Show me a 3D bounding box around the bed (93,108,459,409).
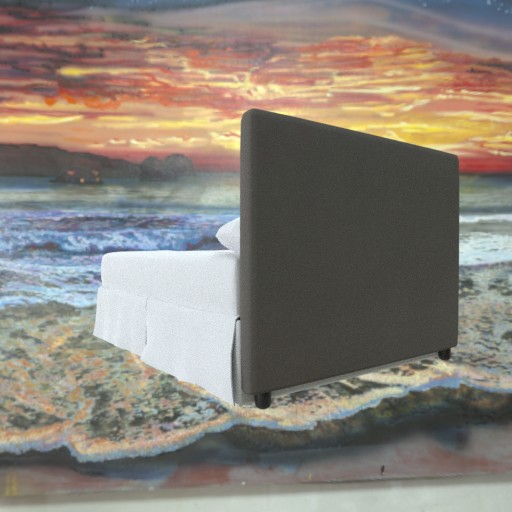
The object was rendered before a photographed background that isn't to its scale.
[{"bbox_3d":[0.000,0.000,3.196,1.723,1.330,2.142,-1,1,-36],"label":"bed"}]
